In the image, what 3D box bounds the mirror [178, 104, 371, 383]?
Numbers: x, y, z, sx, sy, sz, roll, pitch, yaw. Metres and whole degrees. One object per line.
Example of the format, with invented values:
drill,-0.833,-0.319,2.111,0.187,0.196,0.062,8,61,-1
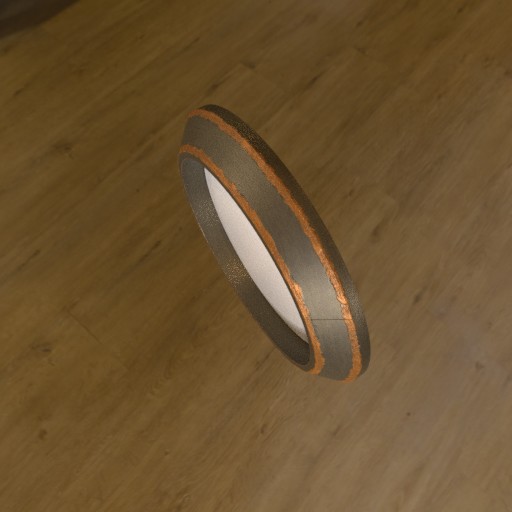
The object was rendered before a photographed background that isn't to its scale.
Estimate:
mirror,0.000,0.000,1.350,0.111,0.907,0.907,-31,68,-14
